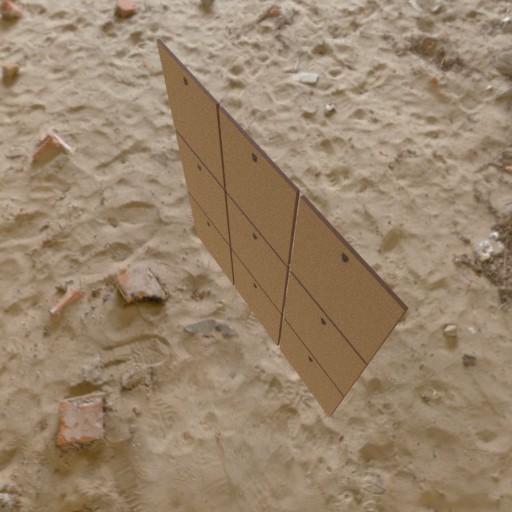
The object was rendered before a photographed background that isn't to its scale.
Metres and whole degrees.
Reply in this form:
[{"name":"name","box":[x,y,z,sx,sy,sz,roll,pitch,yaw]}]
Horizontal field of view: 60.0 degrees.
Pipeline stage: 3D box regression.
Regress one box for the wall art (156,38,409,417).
[{"name":"wall art","box":[0.000,0.000,1.790,0.019,1.218,1.221,-30,64,-17]}]
